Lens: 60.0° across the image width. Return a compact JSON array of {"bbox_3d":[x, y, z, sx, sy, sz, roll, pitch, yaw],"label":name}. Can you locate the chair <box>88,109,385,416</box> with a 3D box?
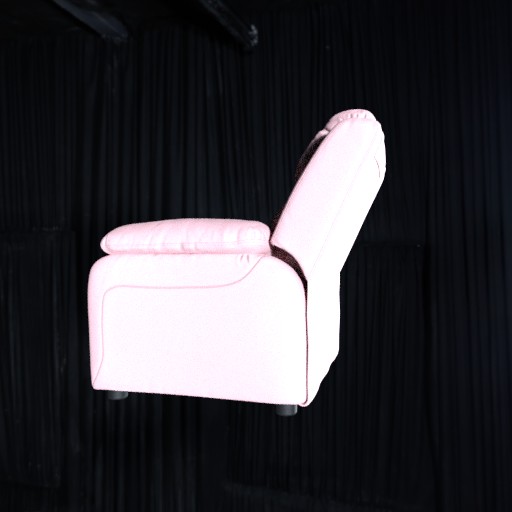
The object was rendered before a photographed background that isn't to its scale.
[{"bbox_3d":[0.000,0.000,1.267,0.709,0.702,0.680,0,0,17],"label":"chair"}]
